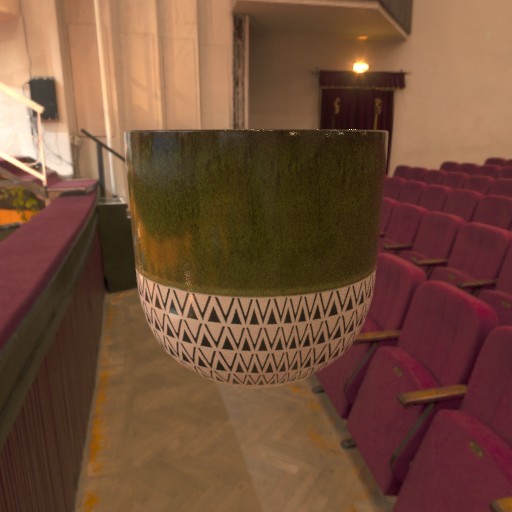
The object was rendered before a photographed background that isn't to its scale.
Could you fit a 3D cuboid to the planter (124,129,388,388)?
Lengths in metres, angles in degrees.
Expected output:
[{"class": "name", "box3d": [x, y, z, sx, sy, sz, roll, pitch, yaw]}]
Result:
[{"class": "planter", "box3d": [0.000, 0.000, 0.497, 0.266, 0.270, 0.266, 0, 15, 0]}]
